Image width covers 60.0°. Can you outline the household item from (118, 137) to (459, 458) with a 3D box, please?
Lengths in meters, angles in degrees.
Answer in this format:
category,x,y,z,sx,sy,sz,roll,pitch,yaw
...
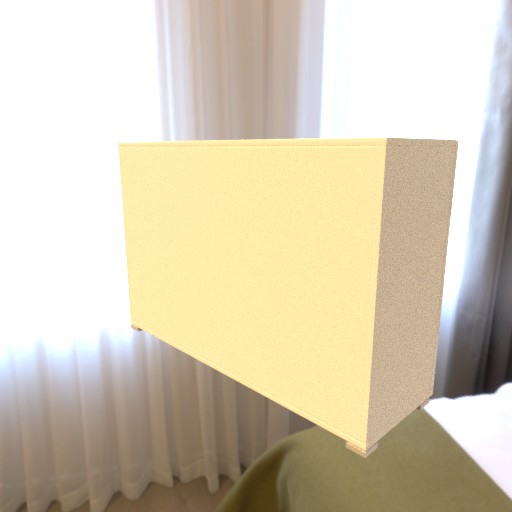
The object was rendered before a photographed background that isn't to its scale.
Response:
category,x,y,z,sx,sy,sz,roll,pitch,yaw
household item,0.000,0.000,1.730,0.420,0.867,1.300,-13,19,-43
